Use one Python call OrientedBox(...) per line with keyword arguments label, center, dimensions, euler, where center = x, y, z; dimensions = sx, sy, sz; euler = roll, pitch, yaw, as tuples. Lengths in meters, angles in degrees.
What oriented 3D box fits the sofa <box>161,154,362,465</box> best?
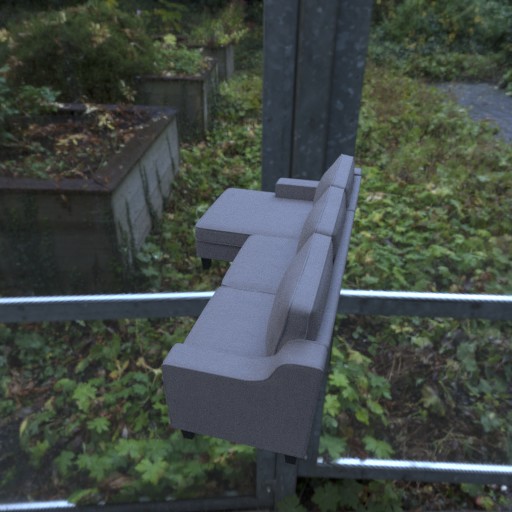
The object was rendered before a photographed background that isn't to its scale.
OrientedBox(label="sofa", center=(0.000, 0.000, 3.189), dimensions=(1.294, 0.928, 2.561), euler=(8, 31, 13))
